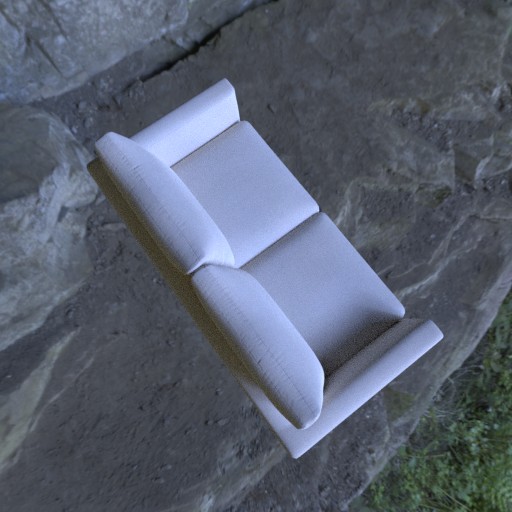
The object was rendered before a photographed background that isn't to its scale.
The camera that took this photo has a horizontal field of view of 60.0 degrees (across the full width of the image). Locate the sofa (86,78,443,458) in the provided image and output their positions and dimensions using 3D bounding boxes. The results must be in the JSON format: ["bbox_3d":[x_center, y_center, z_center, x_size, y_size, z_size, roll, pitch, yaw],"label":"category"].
[{"bbox_3d":[0.000,0.000,2.334,0.906,0.995,1.739,-36,78,-9],"label":"sofa"}]
